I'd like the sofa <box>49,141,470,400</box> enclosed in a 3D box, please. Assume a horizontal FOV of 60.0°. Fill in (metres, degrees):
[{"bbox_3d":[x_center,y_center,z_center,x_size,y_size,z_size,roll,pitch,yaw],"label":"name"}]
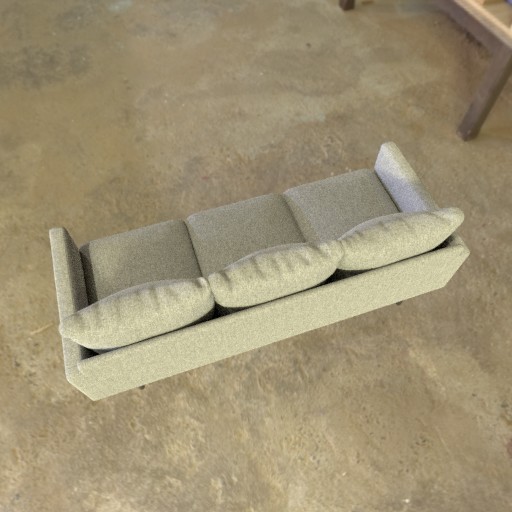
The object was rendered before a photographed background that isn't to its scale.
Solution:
[{"bbox_3d":[0.000,0.000,2.394,2.000,0.830,0.850,-16,60,-10],"label":"sofa"}]
